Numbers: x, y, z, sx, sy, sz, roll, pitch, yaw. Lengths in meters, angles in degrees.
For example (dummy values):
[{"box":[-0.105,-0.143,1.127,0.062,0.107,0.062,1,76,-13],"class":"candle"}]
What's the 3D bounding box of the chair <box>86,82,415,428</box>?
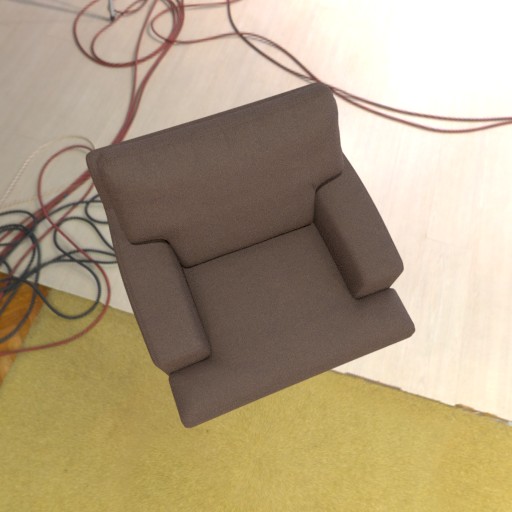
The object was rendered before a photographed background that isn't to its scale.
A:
[{"box":[0.000,0.000,2.010,1.168,0.940,1.143,-20,67,-9],"class":"chair"}]
